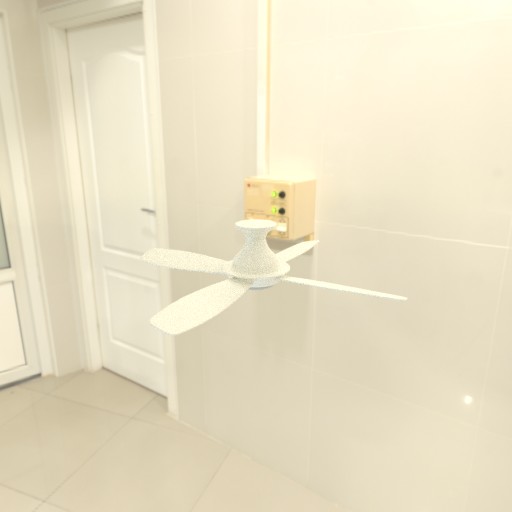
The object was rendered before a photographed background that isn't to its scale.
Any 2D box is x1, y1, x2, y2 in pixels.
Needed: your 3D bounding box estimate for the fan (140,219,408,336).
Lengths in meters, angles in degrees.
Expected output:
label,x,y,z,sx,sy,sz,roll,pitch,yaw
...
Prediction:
label,x,y,z,sx,sy,sz,roll,pitch,yaw
fan,0.000,0.000,2.546,1.694,0.382,1.693,9,19,28
